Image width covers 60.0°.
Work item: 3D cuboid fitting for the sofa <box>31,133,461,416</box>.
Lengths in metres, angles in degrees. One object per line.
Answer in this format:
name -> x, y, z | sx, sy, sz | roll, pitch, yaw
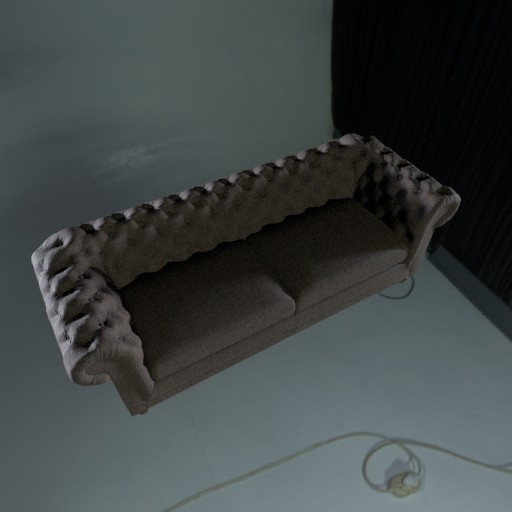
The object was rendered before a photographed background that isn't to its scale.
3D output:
sofa -> 0.000, 0.000, 2.768 | 2.385, 0.787, 0.944 | -23, 50, -21
